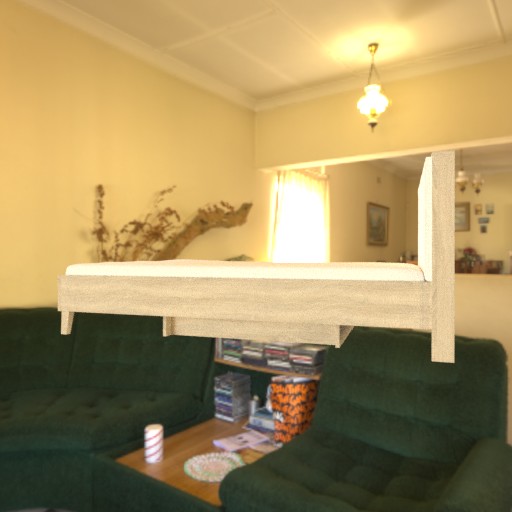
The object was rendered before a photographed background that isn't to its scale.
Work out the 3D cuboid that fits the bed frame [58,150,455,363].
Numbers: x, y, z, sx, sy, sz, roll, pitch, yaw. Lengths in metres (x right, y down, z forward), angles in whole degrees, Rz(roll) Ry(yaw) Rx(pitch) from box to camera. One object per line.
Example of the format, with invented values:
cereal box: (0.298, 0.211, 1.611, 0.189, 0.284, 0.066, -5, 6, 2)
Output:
bed frame: (0.000, 0.000, 2.726, 2.140, 0.920, 0.990, 0, 0, 18)
